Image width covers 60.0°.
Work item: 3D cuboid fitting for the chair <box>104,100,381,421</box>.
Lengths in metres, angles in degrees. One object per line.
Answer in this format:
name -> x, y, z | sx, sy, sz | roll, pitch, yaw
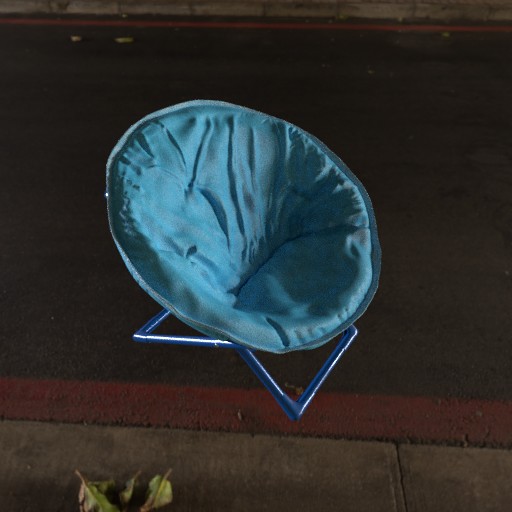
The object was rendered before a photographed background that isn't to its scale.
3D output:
chair -> 0.000, 0.000, 0.872 | 0.465, 0.478, 0.520 | 25, 47, 26
